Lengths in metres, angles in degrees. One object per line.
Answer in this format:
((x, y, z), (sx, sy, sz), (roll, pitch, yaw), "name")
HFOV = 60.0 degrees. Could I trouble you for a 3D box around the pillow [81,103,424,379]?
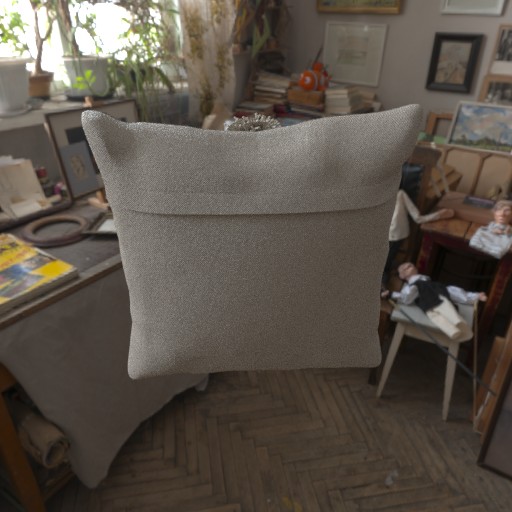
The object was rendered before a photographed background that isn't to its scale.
((0.000, 0.000, 0.745), (0.484, 0.490, 0.234), (-2, 29, -3), "pillow")
